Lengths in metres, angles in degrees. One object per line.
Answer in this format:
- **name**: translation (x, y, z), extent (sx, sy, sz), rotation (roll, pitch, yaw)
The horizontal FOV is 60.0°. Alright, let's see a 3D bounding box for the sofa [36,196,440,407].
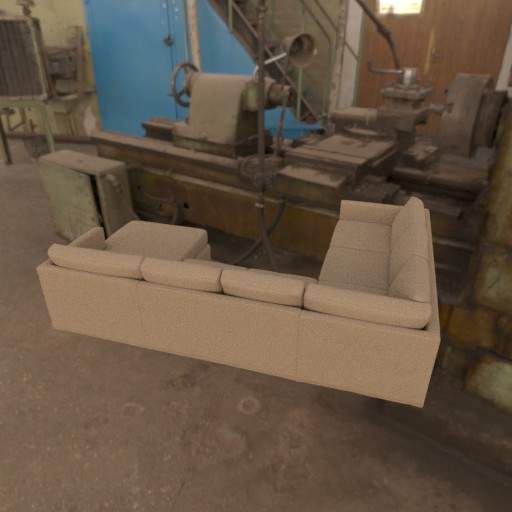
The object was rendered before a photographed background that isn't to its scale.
- **sofa**: translation (0.000, 0.000, 4.674), extent (3.460, 0.882, 2.427), rotation (8, 31, 15)
